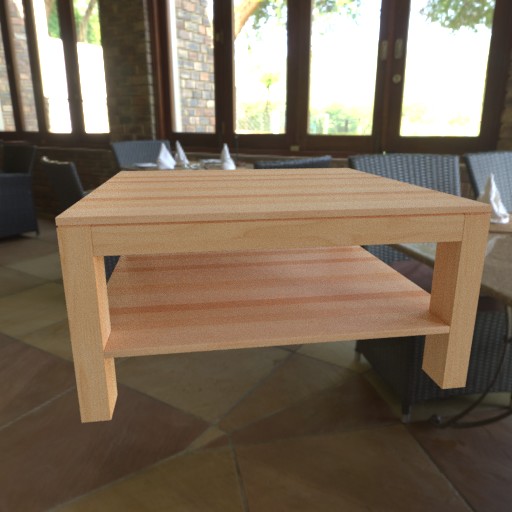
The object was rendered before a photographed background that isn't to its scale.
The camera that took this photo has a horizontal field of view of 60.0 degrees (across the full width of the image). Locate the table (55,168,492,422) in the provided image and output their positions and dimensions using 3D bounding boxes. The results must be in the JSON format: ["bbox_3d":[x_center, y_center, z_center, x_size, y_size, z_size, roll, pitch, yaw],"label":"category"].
[{"bbox_3d":[0.000,0.000,1.385,0.900,0.450,0.900,-2,17,-8],"label":"table"}]
